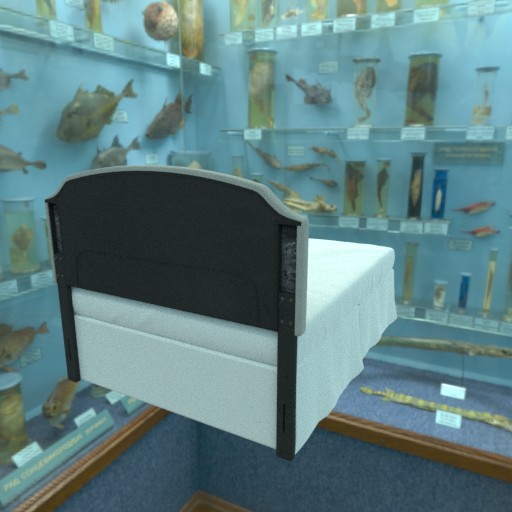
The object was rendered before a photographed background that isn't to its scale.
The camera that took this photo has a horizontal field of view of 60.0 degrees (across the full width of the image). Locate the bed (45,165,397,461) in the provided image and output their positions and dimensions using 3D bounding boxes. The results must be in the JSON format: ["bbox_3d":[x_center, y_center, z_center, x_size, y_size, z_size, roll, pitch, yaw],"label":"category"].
[{"bbox_3d":[0.000,0.000,2.990,1.558,1.270,1.999,8,16,28],"label":"bed"}]
